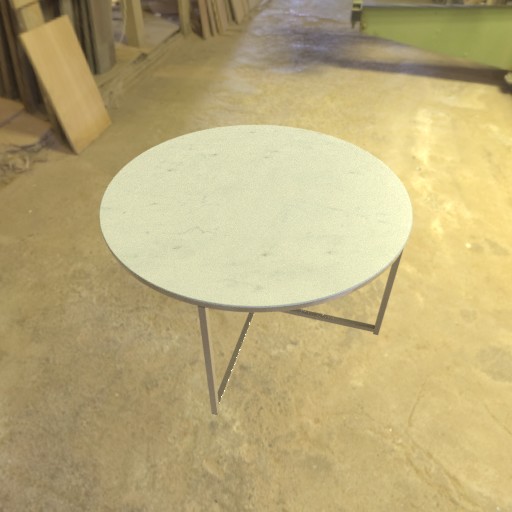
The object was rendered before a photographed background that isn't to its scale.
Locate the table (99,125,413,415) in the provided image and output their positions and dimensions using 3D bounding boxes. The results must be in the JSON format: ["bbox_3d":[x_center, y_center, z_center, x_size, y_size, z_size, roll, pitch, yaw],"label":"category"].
[{"bbox_3d":[0.000,0.000,1.318,0.800,0.450,0.800,0,42,0],"label":"table"}]
